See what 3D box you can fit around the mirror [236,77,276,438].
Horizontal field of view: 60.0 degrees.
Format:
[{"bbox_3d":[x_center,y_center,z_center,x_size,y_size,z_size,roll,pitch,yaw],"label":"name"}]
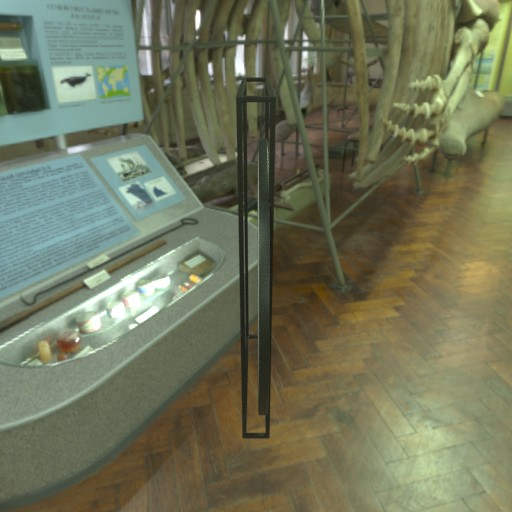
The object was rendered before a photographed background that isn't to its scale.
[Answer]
[{"bbox_3d":[0.000,0.000,0.835,0.051,0.603,0.508,0,26,0],"label":"mirror"}]
